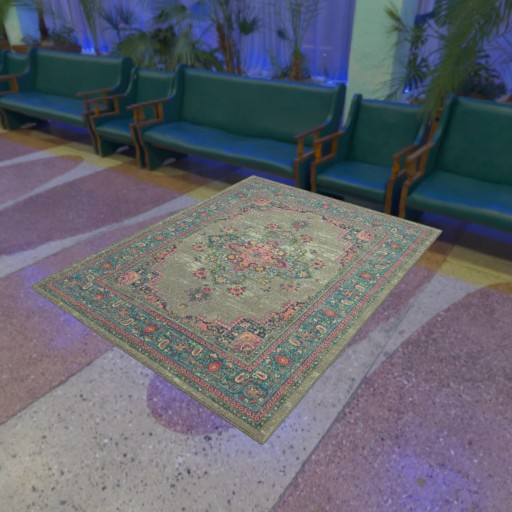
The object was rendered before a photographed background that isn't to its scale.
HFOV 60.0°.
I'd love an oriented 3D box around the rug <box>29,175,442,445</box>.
[{"bbox_3d":[0.000,0.000,4.088,2.434,0.013,3.057,22,39,31],"label":"rug"}]
